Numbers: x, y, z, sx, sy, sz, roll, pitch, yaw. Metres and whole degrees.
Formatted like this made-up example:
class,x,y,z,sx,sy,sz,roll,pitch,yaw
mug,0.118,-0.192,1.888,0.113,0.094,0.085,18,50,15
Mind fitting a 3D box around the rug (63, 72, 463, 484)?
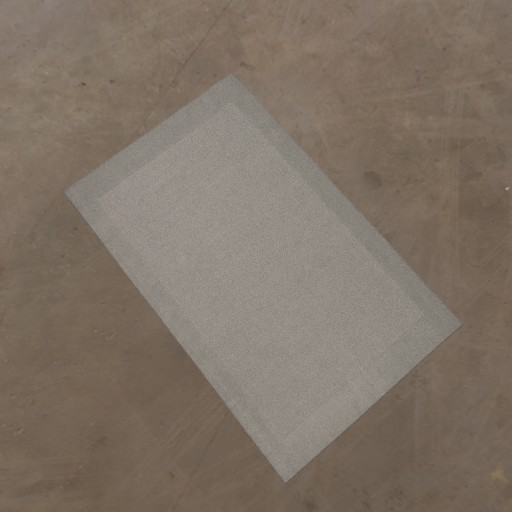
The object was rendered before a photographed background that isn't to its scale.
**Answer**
class,x,y,z,sx,sy,sz,roll,pitch,yaw
rug,0.000,0.000,3.016,1.524,0.014,2.438,-38,80,-8
